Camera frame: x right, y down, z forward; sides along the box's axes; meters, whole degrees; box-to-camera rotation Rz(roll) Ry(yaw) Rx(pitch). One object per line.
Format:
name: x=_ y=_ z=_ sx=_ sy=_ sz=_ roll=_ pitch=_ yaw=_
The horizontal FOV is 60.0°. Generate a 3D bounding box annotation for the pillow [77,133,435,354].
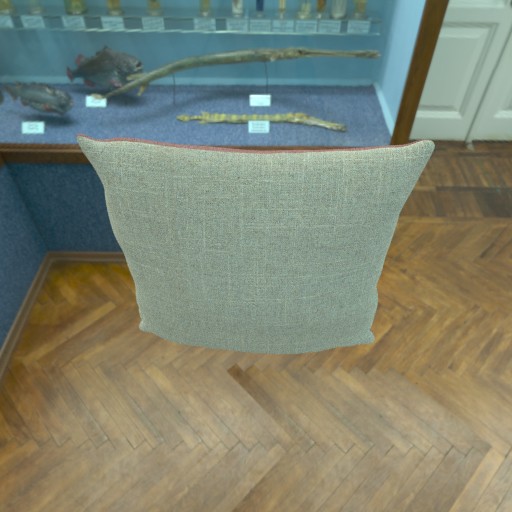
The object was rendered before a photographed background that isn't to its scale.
pillow: x=0.000 y=0.000 z=0.681 sx=0.439 sy=0.427 sz=0.182 roll=2 pitch=48 yaw=2
